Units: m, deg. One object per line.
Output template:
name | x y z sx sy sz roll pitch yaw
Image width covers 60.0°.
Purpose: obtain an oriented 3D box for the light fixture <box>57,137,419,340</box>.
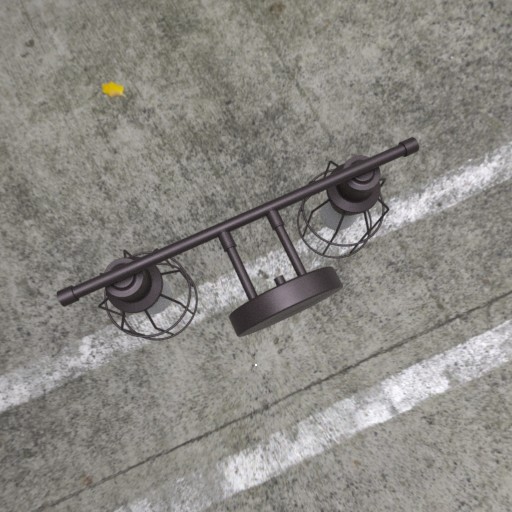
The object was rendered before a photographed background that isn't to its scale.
light fixture | 0.000 0.000 0.525 0.406 0.254 0.165 -24 77 -6
